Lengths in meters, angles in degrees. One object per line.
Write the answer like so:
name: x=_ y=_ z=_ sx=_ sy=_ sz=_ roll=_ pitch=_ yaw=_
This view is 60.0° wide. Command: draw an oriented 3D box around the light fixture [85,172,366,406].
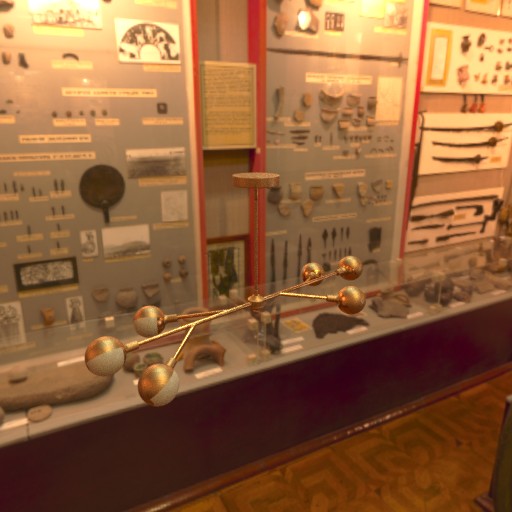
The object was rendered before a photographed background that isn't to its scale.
light fixture: x=0.000 y=0.000 z=1.003 sx=0.778 sy=0.362 sz=0.434 roll=-8 pitch=19 yaw=-25
